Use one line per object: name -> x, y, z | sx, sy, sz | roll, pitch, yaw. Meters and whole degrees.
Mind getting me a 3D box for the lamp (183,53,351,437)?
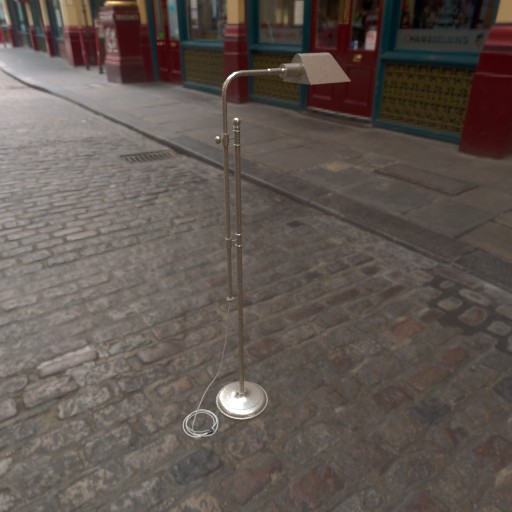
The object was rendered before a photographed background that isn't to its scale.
lamp -> 0.000, 0.000, 1.903 | 0.813, 1.571, 0.256 | -18, 32, -32
